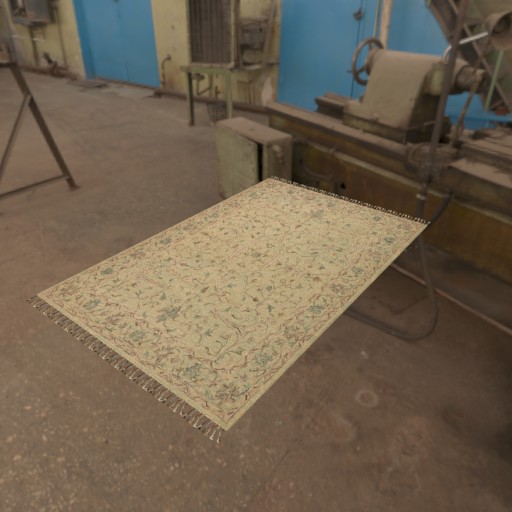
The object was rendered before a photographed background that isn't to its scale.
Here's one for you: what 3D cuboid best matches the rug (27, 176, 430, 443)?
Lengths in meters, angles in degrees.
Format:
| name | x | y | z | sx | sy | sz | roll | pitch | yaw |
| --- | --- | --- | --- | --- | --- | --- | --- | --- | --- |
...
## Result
| name | x | y | z | sx | sy | sz | roll | pitch | yaw |
| --- | --- | --- | --- | --- | --- | --- | --- | --- | --- |
| rug | 0.000 | 0.000 | 3.000 | 1.544 | 0.010 | 2.435 | 23 | 39 | 32 |
